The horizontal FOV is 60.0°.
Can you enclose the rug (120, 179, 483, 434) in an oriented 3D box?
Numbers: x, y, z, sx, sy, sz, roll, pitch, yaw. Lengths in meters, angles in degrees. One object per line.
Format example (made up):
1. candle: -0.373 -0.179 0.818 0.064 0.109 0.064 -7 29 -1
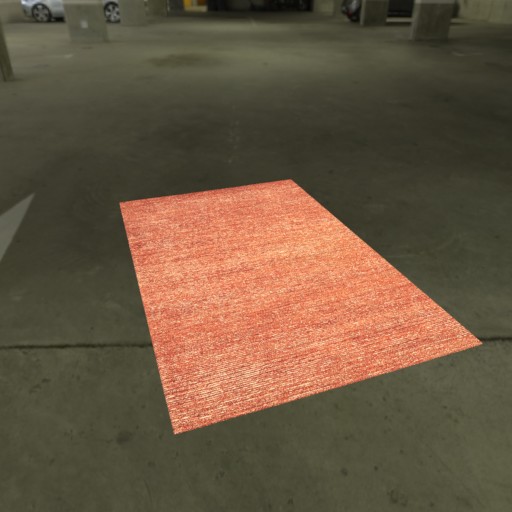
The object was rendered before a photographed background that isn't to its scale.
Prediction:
1. rug: 0.000 0.000 2.161 1.139 0.011 1.747 -11 33 -17
